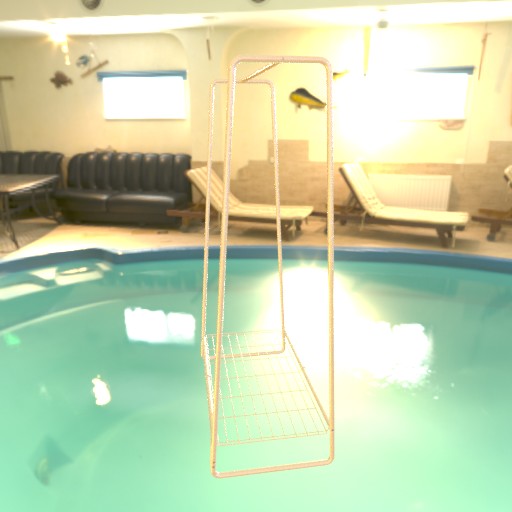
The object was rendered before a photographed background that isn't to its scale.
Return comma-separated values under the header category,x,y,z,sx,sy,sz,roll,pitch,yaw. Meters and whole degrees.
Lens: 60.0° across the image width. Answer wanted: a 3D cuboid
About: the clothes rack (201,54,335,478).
category,x,y,z,sx,sy,sz,roll,pitch,yaw
clothes rack,0.000,0.000,1.931,0.495,1.500,0.900,-3,18,-9
